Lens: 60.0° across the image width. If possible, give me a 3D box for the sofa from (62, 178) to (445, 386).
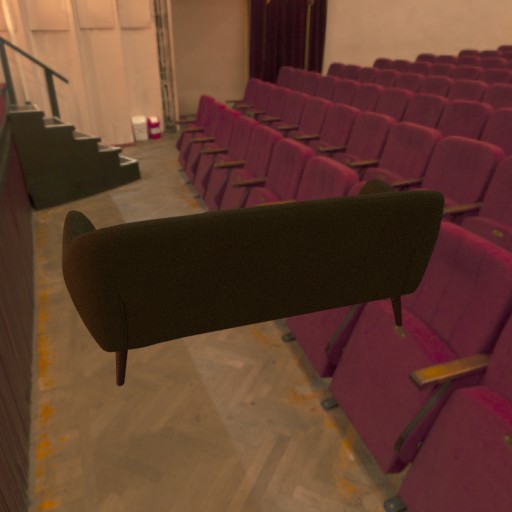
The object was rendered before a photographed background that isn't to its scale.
[{"bbox_3d":[0.000,0.000,2.302,1.840,0.836,0.820,-8,28,-16],"label":"sofa"}]
